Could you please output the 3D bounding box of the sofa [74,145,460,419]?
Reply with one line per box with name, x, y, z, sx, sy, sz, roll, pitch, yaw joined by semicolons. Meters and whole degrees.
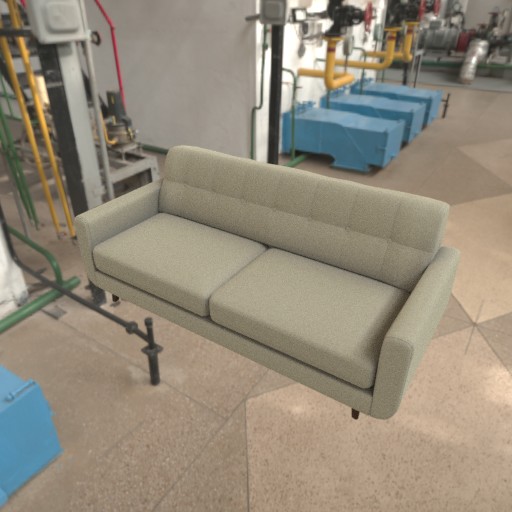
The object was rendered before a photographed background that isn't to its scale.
sofa;0.000;0.000;2.698;2.137;0.892;0.980;19;36;28
